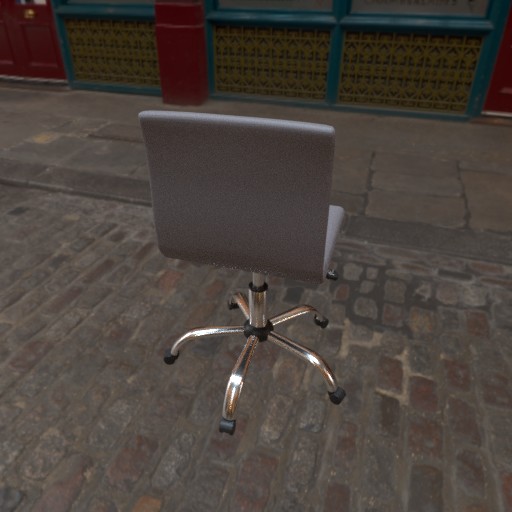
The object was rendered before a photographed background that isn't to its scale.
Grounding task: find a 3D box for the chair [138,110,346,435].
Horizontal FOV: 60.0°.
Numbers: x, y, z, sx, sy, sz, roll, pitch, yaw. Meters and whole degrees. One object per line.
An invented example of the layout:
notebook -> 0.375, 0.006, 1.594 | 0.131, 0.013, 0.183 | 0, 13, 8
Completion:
chair -> 0.000, 0.000, 1.147 | 0.556, 0.780, 0.530 | 9, 33, 15
